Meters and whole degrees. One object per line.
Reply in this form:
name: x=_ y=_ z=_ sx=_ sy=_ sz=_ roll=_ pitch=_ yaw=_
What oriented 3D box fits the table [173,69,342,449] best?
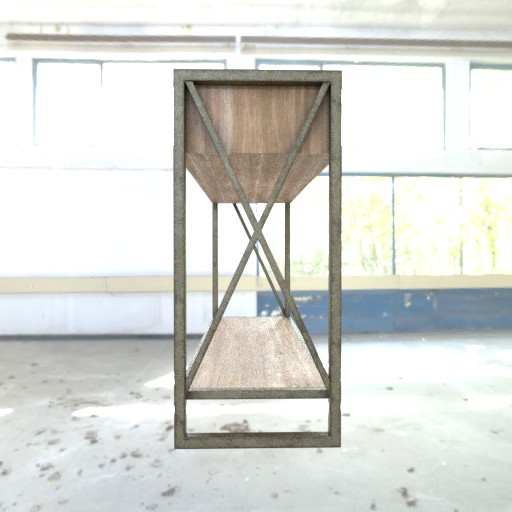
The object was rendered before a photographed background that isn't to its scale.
table: x=0.000 y=0.000 z=1.420 sx=0.361 sy=0.763 sz=1.059 roll=0 pitch=1 yaw=-1
